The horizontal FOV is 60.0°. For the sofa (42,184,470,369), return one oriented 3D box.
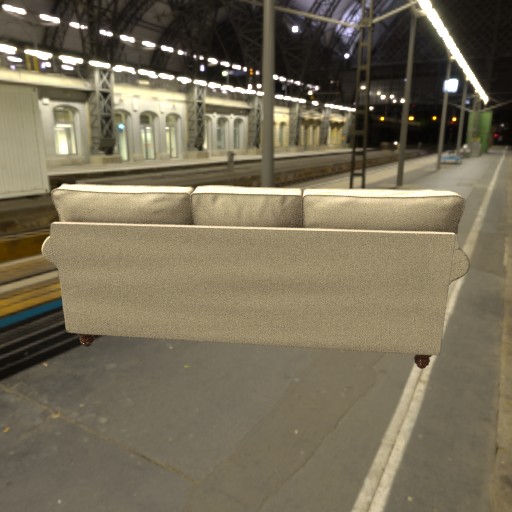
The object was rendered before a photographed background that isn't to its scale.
[{"bbox_3d":[0.000,0.000,2.642,2.118,0.889,0.998,2,15,8],"label":"sofa"}]
